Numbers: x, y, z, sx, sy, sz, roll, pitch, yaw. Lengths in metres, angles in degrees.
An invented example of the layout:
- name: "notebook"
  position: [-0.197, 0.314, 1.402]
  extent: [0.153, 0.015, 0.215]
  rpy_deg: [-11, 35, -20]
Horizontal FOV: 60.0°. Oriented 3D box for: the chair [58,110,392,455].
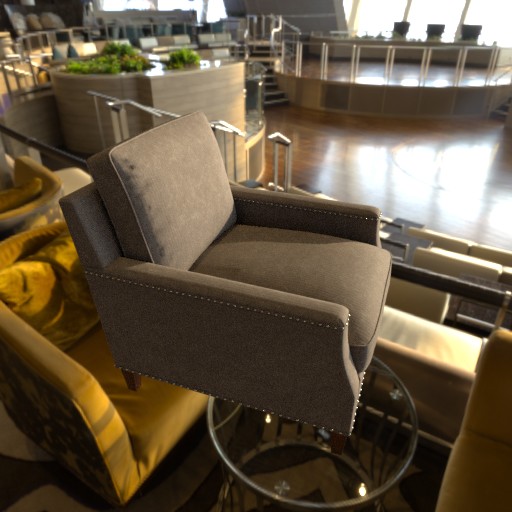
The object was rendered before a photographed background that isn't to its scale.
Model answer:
- name: "chair"
  position: [0.000, 0.000, 1.729]
  extent: [1.014, 0.948, 0.853]
  rpy_deg: [11, 32, 18]
